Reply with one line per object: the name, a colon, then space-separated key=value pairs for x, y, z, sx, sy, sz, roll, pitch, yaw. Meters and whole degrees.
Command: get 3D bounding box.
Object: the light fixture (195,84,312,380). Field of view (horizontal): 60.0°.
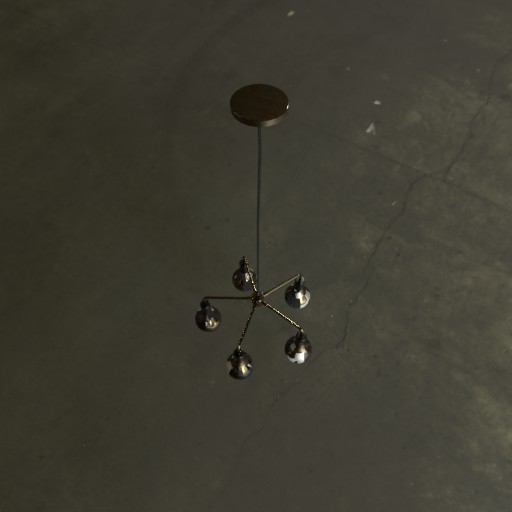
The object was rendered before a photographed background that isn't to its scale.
light fixture: x=0.000 y=0.000 z=1.228 sx=0.438 sy=0.988 sz=0.421 roll=17 pitch=58 yaw=11
